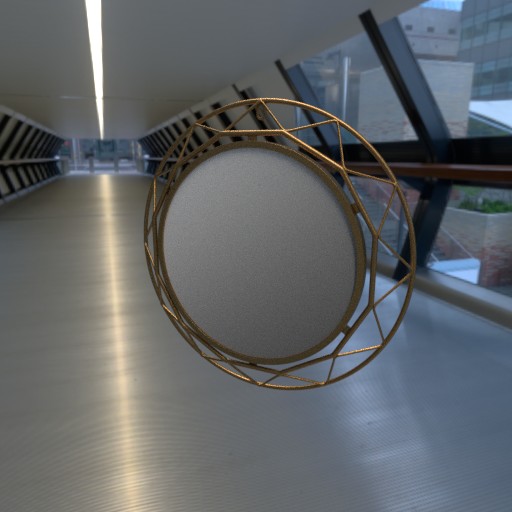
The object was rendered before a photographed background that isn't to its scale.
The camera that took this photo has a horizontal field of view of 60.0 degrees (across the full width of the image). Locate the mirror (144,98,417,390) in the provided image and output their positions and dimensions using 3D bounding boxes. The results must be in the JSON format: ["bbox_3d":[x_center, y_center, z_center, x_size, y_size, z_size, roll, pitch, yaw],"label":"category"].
[{"bbox_3d":[0.000,0.000,0.668,0.454,0.454,0.043,6,15,25],"label":"mirror"}]
